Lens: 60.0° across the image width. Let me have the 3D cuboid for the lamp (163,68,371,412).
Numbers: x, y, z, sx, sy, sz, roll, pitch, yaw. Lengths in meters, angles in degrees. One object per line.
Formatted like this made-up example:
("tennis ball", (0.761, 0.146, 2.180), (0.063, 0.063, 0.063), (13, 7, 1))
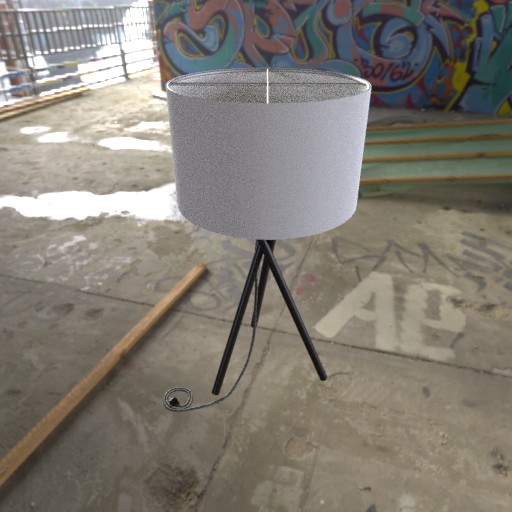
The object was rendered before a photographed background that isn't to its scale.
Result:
("lamp", (0.000, 0.000, 0.923), (0.353, 0.674, 0.422), (21, 37, 32))
